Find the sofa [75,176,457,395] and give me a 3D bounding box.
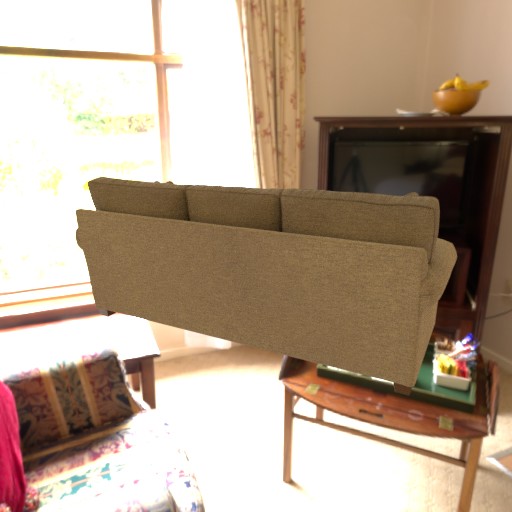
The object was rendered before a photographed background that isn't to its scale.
[{"bbox_3d":[0.000,0.000,2.850,2.312,0.975,0.965,8,18,27],"label":"sofa"}]
